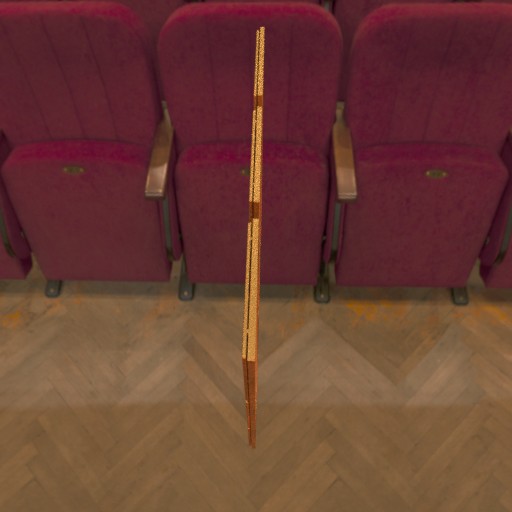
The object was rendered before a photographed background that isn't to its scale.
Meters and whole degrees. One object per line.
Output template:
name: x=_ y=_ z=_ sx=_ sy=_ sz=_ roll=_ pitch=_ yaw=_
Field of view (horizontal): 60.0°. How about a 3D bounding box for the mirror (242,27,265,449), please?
mirror: x=0.000 y=0.000 z=1.428 sx=0.023 sy=0.926 sz=1.011 roll=1 pitch=58 yaw=1
